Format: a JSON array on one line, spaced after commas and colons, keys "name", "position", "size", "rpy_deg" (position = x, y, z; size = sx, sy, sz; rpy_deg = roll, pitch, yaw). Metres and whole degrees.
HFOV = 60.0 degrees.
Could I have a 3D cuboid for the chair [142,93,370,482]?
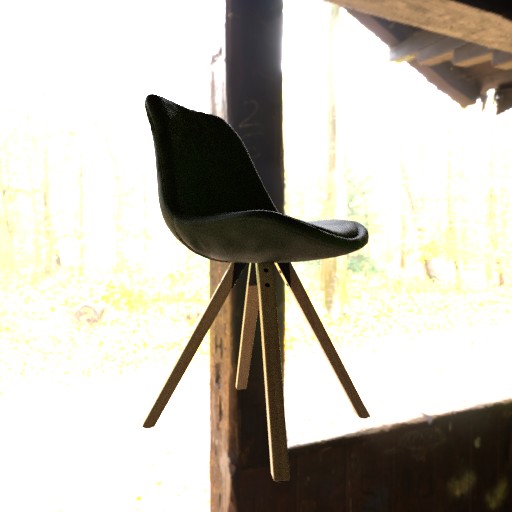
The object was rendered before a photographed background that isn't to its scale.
[{"name": "chair", "position": [0.000, 0.000, 1.146], "size": [0.547, 0.865, 0.483], "rpy_deg": [1, 1, 37]}]
